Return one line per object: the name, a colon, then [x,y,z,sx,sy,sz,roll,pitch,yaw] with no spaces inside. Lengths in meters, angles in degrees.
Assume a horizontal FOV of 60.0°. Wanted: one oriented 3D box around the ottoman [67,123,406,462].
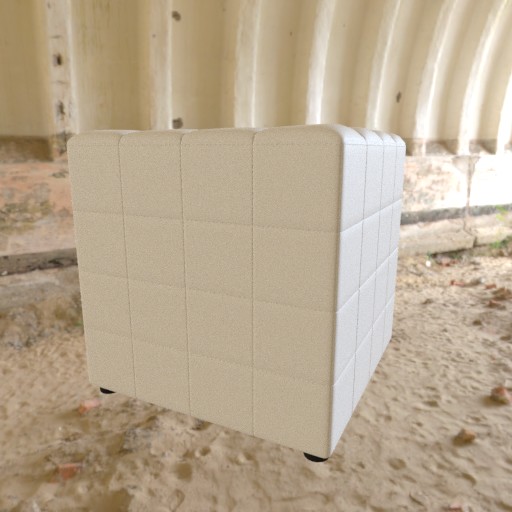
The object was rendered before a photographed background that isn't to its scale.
ottoman: [0.000,0.000,0.793,0.425,0.432,0.425,7,15,26]
